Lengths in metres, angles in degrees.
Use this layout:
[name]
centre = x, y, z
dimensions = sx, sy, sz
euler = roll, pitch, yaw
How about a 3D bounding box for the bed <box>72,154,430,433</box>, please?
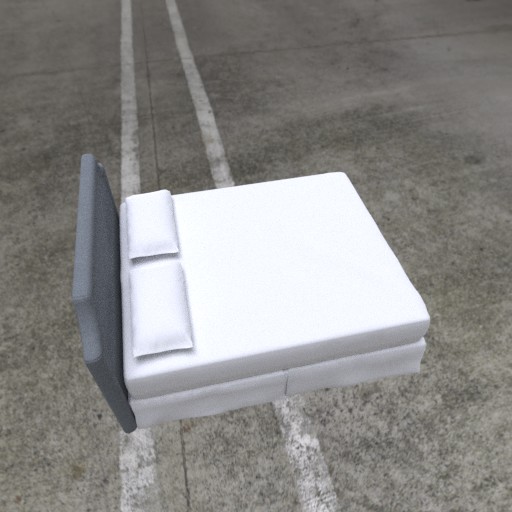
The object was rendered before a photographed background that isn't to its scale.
[bed]
centre = 0.000, 0.000, 3.366
dimensions = 2.259, 1.296, 1.811
euler = -9, 48, -9
